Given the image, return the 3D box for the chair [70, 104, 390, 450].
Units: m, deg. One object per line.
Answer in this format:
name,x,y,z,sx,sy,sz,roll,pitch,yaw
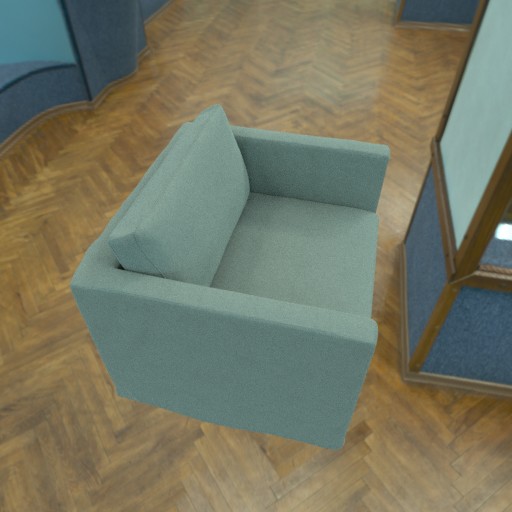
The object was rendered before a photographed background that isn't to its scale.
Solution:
chair,0.000,0.000,1.785,0.949,0.863,1.057,10,46,10
